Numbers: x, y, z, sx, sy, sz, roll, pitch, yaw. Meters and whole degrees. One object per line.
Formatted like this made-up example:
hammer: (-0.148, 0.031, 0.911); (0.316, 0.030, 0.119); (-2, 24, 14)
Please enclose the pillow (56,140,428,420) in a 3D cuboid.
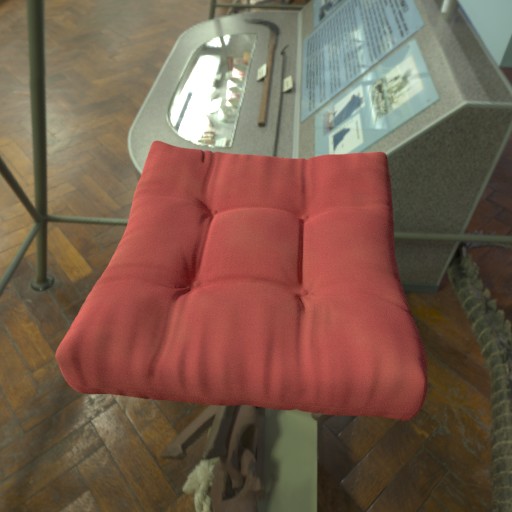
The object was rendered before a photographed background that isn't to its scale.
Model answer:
pillow: (0.000, 0.000, 0.711); (0.468, 0.128, 0.490); (4, 46, 3)
